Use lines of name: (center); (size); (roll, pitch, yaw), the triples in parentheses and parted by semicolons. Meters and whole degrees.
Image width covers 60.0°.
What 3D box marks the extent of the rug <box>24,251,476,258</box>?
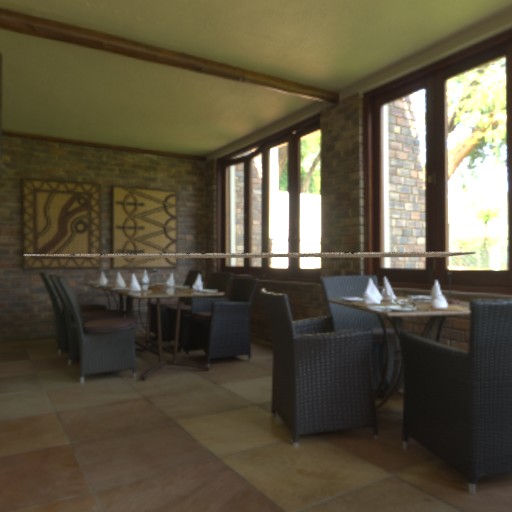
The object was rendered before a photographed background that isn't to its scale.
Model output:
rug: (0.000, 0.000, 2.434); (2.006, 0.008, 1.196); (0, -1, 17)
